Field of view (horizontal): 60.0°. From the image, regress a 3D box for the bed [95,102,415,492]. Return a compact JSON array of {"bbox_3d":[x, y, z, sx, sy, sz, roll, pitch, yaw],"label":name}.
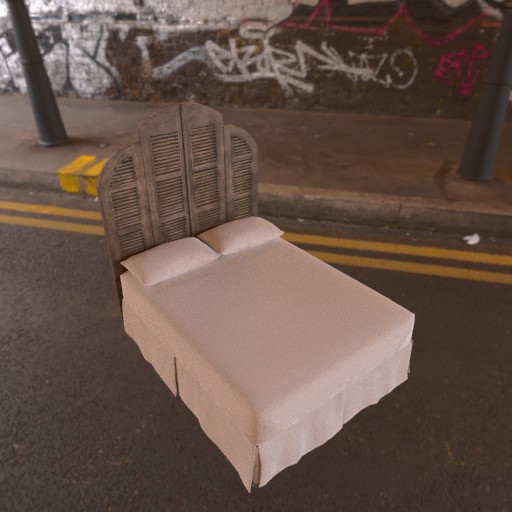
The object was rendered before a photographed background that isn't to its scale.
[{"bbox_3d":[0.000,0.000,3.508,1.713,2.019,2.138,-22,37,-32],"label":"bed"}]
